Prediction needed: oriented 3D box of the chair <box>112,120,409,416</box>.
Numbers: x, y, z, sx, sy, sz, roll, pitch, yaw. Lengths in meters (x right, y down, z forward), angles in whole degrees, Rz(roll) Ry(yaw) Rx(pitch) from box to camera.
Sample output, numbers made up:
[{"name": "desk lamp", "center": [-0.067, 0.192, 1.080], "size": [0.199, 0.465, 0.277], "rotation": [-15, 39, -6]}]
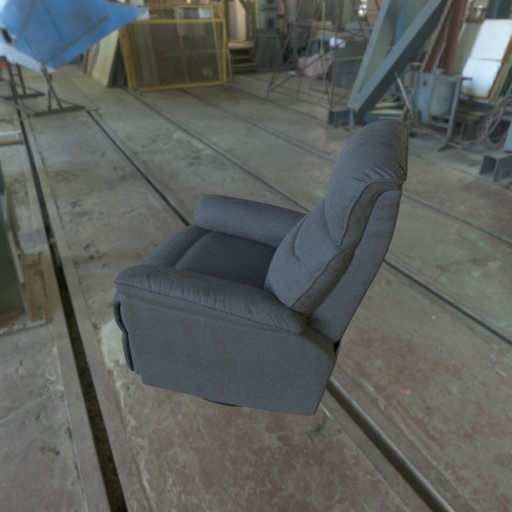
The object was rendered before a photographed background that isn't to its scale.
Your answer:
[{"name": "chair", "center": [0.000, 0.000, 1.757], "size": [1.004, 1.037, 0.820], "rotation": [9, 31, 15]}]
